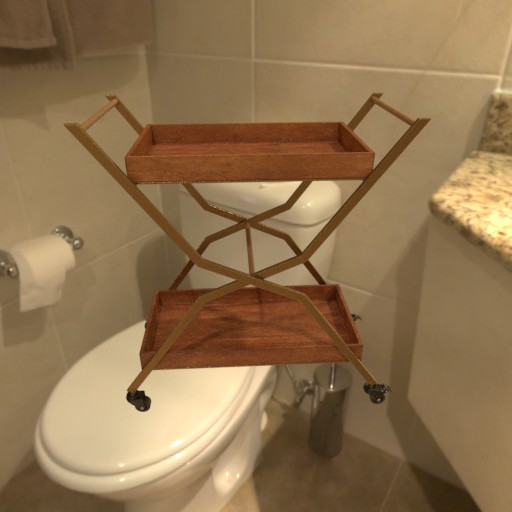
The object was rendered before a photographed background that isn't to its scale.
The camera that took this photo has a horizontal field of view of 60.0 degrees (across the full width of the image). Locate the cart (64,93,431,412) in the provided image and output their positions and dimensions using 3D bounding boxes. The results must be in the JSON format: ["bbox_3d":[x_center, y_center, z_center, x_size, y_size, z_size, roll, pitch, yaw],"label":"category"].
[{"bbox_3d":[0.000,0.000,1.330,0.836,0.869,0.405,-2,29,-3],"label":"cart"}]
